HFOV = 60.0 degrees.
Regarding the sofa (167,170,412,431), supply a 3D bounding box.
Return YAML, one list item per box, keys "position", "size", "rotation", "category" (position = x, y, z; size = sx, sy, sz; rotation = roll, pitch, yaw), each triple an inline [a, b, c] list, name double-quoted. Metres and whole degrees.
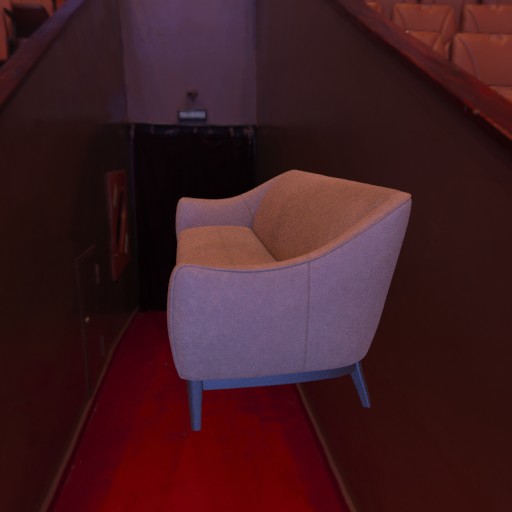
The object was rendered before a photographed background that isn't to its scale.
- position: [0.000, 0.000, 2.367]
  size: [0.869, 0.830, 1.928]
  rotation: [-2, 14, -9]
  category: "sofa"
